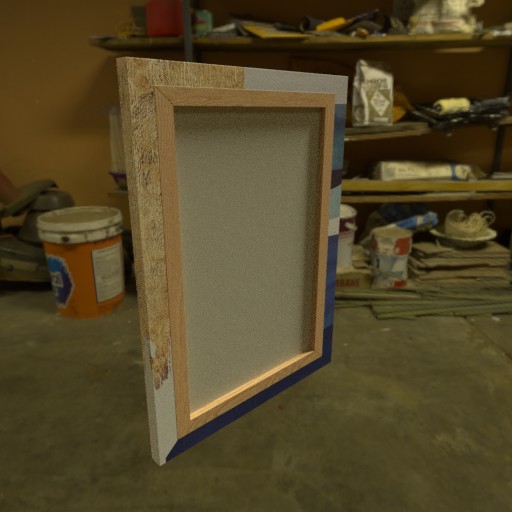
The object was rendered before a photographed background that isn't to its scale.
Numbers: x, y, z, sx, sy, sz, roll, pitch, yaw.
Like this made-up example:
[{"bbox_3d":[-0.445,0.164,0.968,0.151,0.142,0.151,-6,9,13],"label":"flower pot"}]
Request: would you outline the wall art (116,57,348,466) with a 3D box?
[{"bbox_3d":[0.000,0.000,0.788,0.458,0.613,0.026,-17,24,-41],"label":"wall art"}]
